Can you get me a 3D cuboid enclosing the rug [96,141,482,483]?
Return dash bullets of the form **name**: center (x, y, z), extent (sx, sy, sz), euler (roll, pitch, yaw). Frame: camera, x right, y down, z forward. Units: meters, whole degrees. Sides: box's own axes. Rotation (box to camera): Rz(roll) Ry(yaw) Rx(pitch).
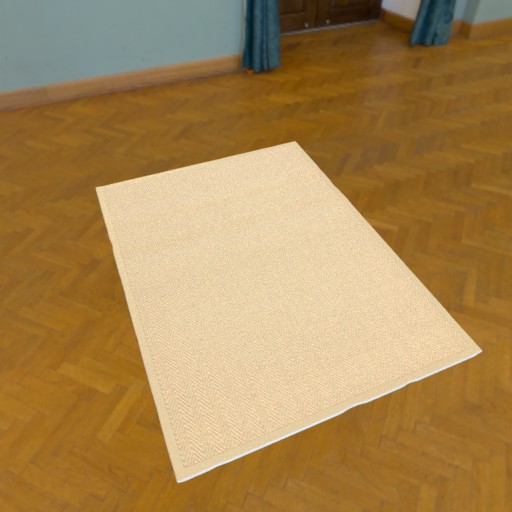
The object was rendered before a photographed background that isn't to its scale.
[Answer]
- **rug**: center (0.000, 0.000, 4.636), extent (2.734, 0.037, 3.659), euler (-17, 48, -16)
